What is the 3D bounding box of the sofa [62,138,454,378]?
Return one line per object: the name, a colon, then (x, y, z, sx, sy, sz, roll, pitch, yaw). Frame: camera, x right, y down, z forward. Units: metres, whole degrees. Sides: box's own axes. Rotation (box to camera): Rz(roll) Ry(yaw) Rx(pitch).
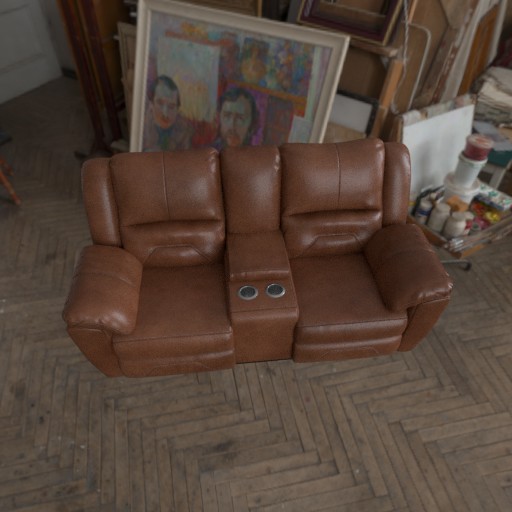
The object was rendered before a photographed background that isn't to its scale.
sofa: (0.000, 0.000, 2.651, 2.058, 1.043, 0.991, -4, 46, -4)
